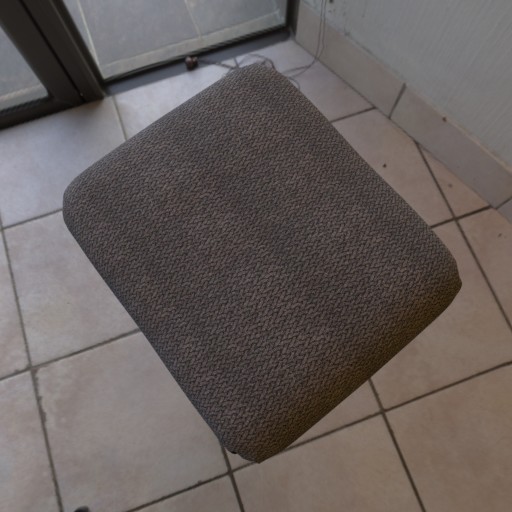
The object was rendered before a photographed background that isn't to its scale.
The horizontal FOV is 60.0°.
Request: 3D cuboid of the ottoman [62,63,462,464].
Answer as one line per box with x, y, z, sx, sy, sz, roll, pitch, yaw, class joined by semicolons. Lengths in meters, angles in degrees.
0.000;0.000;1.097;0.622;0.450;0.747;-37;78;-9;ottoman
